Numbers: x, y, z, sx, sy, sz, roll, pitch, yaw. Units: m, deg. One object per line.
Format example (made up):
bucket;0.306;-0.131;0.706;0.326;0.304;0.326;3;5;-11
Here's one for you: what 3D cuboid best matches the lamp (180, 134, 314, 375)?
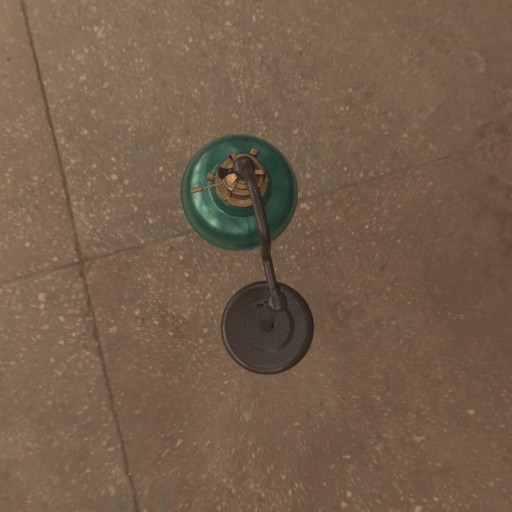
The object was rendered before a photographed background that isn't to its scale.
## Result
lamp;0.000;0.000;0.687;0.192;0.508;0.374;-14;77;-3
